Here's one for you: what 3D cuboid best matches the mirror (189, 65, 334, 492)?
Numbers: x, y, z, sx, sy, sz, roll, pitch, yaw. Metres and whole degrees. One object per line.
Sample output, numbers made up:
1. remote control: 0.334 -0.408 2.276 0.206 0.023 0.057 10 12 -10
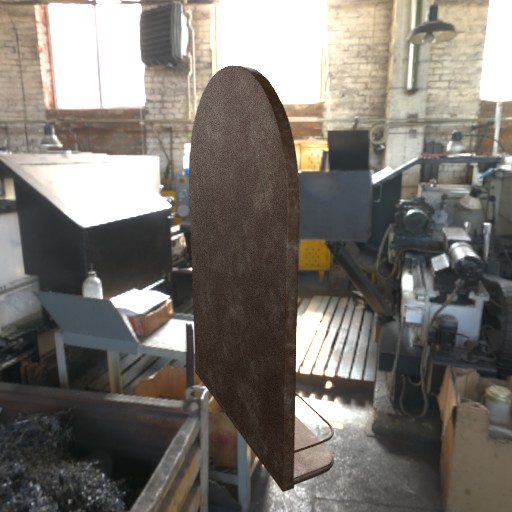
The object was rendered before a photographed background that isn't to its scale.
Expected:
1. mirror: 0.000 0.000 0.978 0.137 0.770 0.510 -6 15 -25
